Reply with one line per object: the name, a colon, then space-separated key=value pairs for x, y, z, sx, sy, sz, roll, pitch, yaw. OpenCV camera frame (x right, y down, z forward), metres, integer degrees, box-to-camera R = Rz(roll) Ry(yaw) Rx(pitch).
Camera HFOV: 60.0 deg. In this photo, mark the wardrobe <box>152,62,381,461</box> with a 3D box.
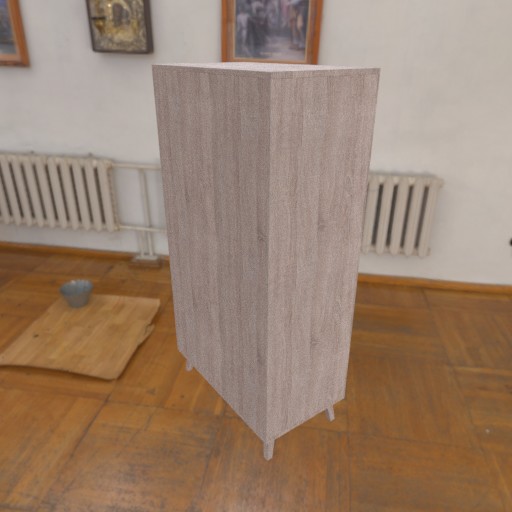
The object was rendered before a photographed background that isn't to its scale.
wardrobe: x=0.000 y=0.000 z=2.483 sx=0.600 sy=1.960 sz=1.000 roll=-17 pitch=30 yaw=-32
